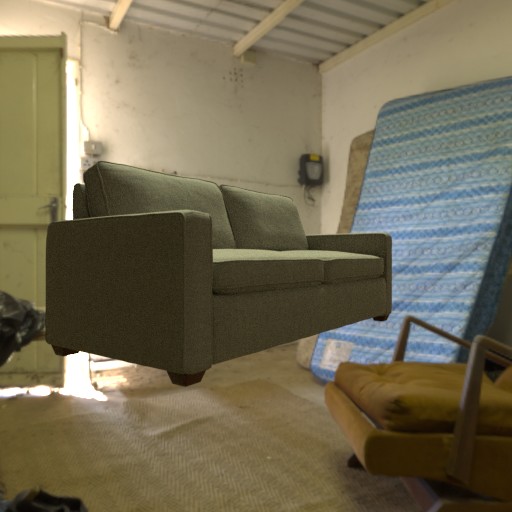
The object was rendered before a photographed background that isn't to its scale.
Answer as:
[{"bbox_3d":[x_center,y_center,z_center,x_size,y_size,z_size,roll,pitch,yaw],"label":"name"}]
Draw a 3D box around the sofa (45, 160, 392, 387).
[{"bbox_3d":[0.000,0.000,2.603,0.945,0.918,2.078,0,0,36],"label":"sofa"}]
